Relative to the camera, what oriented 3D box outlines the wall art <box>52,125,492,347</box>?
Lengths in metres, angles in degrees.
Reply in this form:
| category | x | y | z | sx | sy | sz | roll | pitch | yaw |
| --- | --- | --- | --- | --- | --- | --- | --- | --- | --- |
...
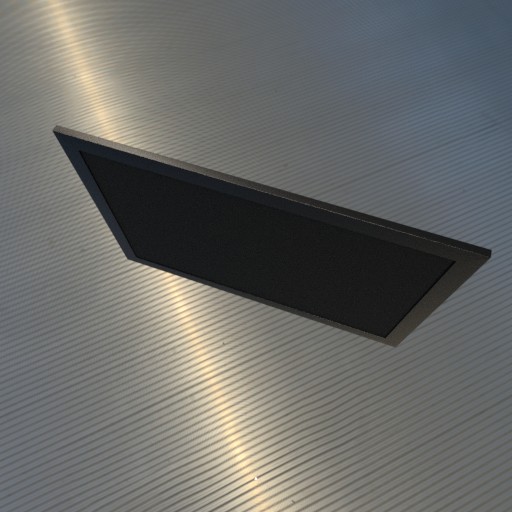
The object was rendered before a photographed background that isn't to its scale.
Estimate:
| category | x | y | z | sx | sy | sz | roll | pitch | yaw |
| --- | --- | --- | --- | --- | --- | --- | --- | --- | --- |
| wall art | 0.000 | 0.000 | 0.835 | 0.660 | 0.447 | 0.013 | 17 | 65 | 9 |
